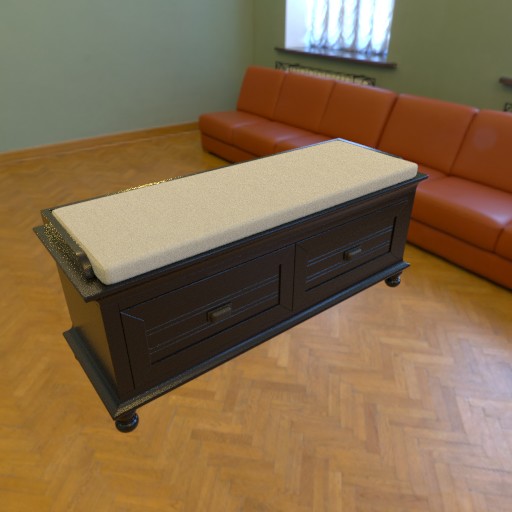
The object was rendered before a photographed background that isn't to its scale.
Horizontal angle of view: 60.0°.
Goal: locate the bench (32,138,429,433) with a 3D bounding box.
[{"bbox_3d":[0.000,0.000,1.448,1.185,0.501,0.402,-21,36,-32],"label":"bench"}]
